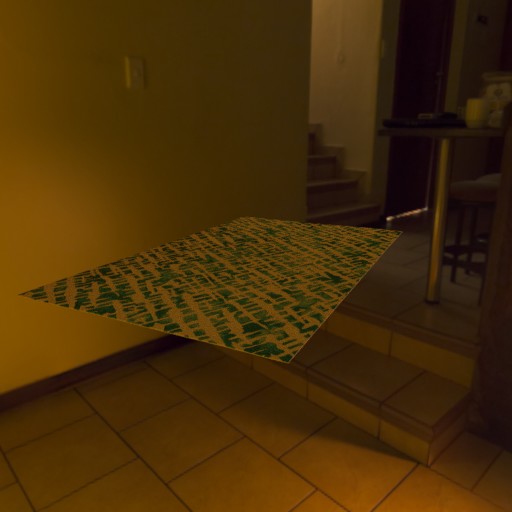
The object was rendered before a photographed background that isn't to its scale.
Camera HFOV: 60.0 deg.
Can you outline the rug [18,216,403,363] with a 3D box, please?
[{"bbox_3d":[0.000,0.000,3.011,1.520,0.011,2.447,8,18,26],"label":"rug"}]
